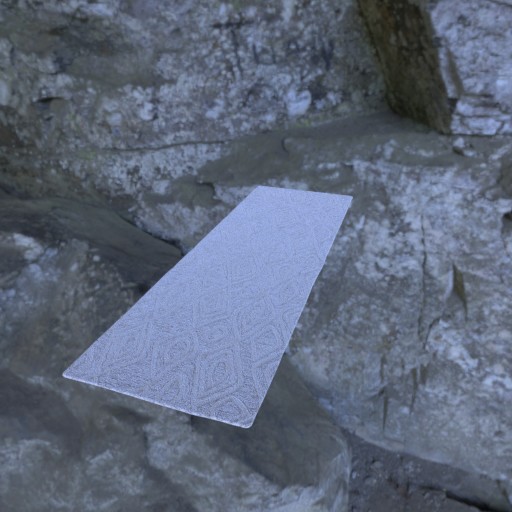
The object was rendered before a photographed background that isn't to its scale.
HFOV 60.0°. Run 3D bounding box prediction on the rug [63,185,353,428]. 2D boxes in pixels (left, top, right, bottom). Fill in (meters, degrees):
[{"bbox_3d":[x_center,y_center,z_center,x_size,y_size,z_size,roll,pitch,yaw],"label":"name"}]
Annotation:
[{"bbox_3d":[0.000,0.000,2.659,0.807,0.013,2.436,9,29,17],"label":"rug"}]
